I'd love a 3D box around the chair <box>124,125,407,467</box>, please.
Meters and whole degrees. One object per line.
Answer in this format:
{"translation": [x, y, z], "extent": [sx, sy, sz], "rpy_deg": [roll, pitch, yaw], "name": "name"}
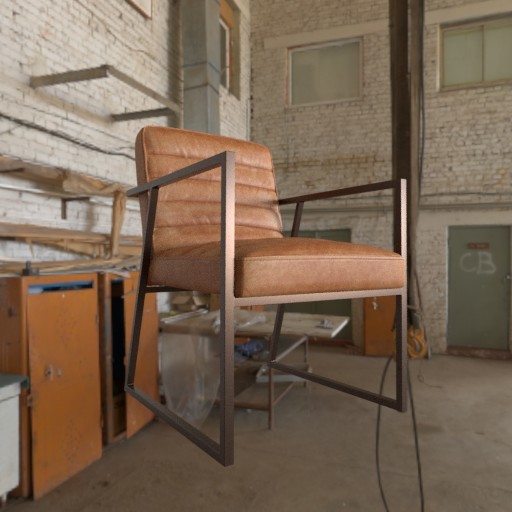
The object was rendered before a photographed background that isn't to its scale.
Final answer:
{"translation": [0.000, 0.000, 1.284], "extent": [0.571, 0.832, 0.677], "rpy_deg": [0, 0, -34], "name": "chair"}
